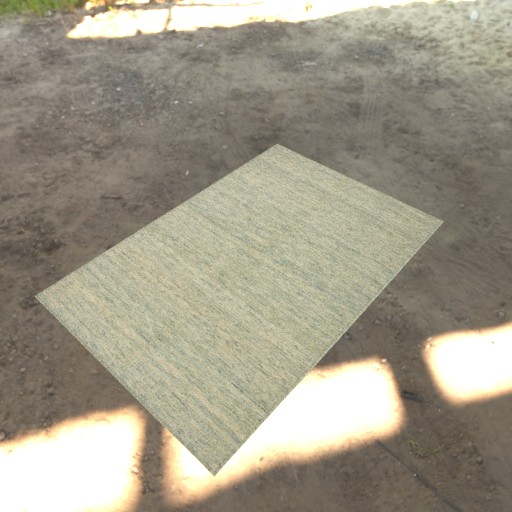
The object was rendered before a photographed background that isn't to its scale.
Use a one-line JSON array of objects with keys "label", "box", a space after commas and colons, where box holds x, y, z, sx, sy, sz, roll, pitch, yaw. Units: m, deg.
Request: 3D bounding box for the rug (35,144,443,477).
[{"label": "rug", "box": [0.000, 0.000, 2.360, 1.250, 0.015, 1.850, 33, 54, 28]}]
